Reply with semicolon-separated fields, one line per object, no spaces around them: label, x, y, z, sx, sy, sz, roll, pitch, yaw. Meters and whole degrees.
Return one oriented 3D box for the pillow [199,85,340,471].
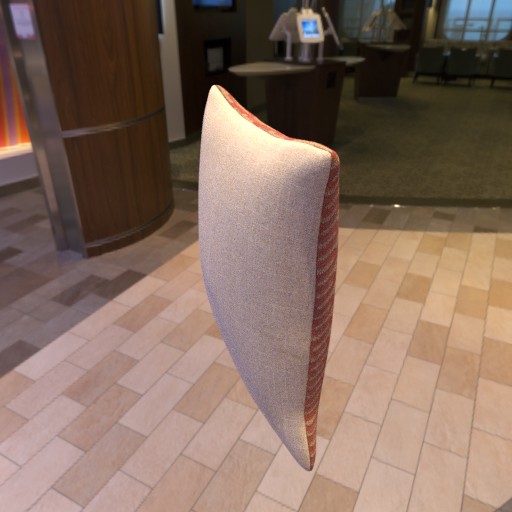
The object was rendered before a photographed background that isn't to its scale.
pillow;0.000;0.000;0.776;0.182;0.503;0.511;-9;30;-16
